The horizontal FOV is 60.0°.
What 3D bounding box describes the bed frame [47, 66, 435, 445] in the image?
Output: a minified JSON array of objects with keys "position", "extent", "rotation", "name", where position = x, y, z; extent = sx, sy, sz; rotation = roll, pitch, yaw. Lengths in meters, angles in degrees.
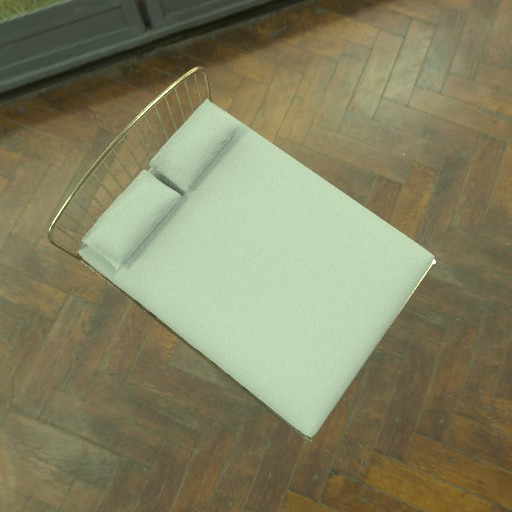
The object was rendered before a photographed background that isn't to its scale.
[{"position":[0.000,0.000,3.187],"extent":[2.152,1.175,1.612],"rotation":[36,79,8],"name":"bed frame"}]
